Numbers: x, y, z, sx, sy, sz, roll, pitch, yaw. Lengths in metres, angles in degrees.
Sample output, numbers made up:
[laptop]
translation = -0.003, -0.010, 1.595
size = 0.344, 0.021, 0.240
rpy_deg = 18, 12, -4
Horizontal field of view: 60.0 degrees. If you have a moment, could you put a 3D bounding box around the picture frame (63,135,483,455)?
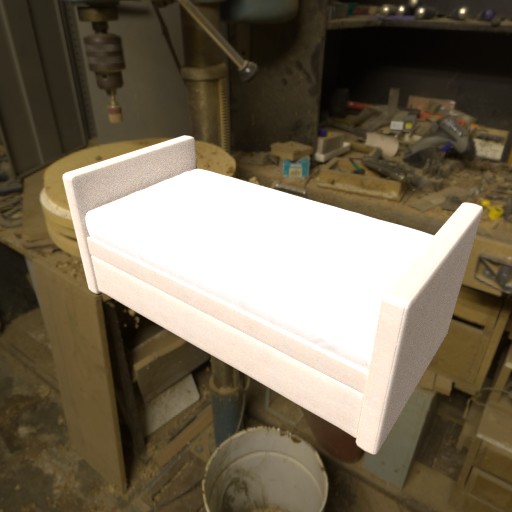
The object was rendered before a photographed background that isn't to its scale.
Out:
[picture frame]
translation = 0.000, 0.000, 2.711
size = 2.161, 0.891, 1.069
rpy_deg = 21, 37, 31
